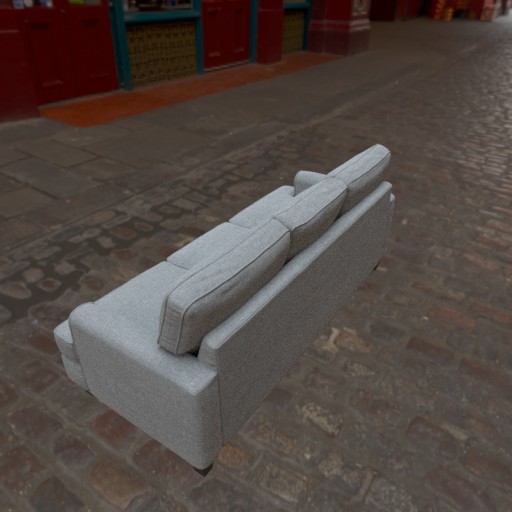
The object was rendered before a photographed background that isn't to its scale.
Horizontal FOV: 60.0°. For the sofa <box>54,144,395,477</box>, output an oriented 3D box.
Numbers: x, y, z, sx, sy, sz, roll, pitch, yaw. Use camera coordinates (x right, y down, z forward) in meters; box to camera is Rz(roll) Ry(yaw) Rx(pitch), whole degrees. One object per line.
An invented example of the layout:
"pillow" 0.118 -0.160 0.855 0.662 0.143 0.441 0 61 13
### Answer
"sofa" 0.000 0.000 2.636 0.951 0.965 2.158 20 37 29
